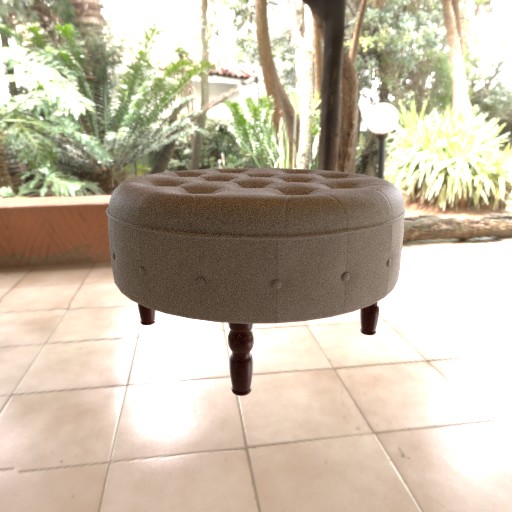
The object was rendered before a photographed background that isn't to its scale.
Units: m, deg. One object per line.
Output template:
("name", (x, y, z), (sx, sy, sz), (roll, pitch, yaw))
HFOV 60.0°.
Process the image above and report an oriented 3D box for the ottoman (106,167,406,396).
("ottoman", (0.000, 0.000, 1.364), (0.849, 0.478, 0.849), (0, 16, 0))
